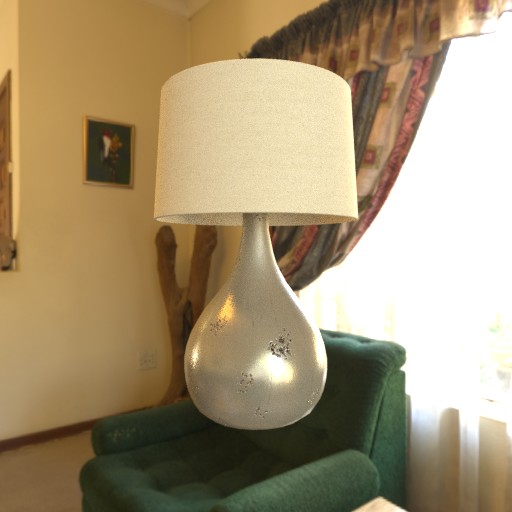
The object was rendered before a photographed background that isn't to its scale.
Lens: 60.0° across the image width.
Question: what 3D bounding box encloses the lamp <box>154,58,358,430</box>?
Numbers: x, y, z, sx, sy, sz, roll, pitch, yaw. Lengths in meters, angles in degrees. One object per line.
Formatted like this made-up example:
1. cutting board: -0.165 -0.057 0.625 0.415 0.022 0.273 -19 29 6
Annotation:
1. lamp: 0.000 0.000 0.736 0.330 0.521 0.330 0 1 0
